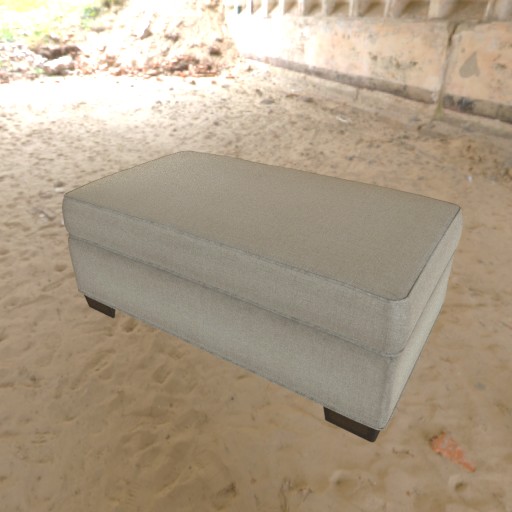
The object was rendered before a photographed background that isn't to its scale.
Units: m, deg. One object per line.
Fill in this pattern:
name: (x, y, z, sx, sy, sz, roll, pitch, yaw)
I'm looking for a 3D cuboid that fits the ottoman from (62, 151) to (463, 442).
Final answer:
ottoman: (0.000, 0.000, 1.426, 1.097, 0.461, 0.617, 17, 34, 28)
